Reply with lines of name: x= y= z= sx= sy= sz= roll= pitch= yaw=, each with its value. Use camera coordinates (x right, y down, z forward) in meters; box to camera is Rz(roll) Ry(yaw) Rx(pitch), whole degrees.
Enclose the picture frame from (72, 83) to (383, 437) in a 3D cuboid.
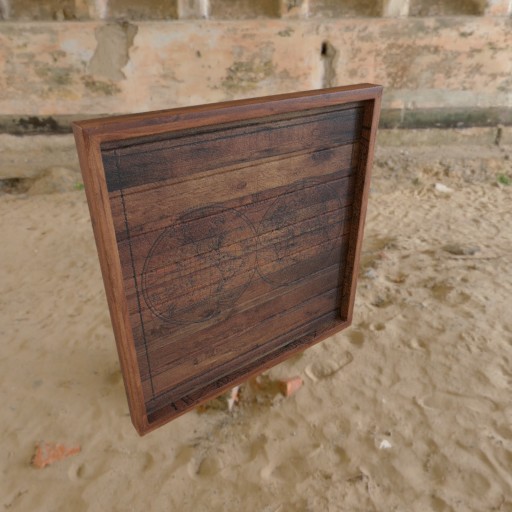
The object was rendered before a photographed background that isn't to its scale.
picture frame: x=0.000 y=0.000 z=0.528 sx=0.352 sy=0.356 sz=0.028 roll=-20 pitch=35 yaw=-31
